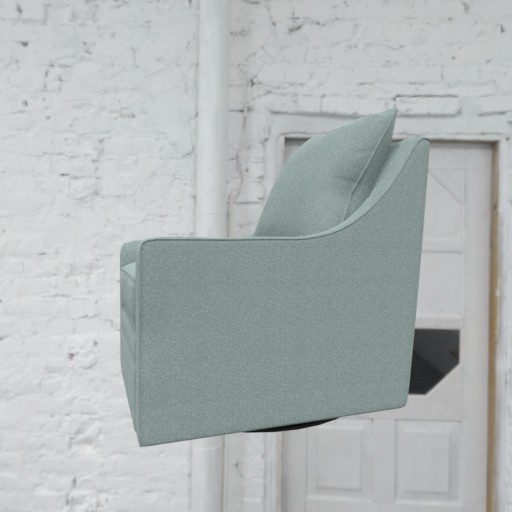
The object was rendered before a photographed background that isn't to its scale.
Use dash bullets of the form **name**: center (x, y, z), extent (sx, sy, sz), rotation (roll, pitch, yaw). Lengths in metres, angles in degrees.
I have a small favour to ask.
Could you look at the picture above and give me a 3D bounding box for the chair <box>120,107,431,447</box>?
- **chair**: center (0.000, 0.000, 1.519), extent (0.870, 0.926, 0.760), rotation (0, 1, -20)
